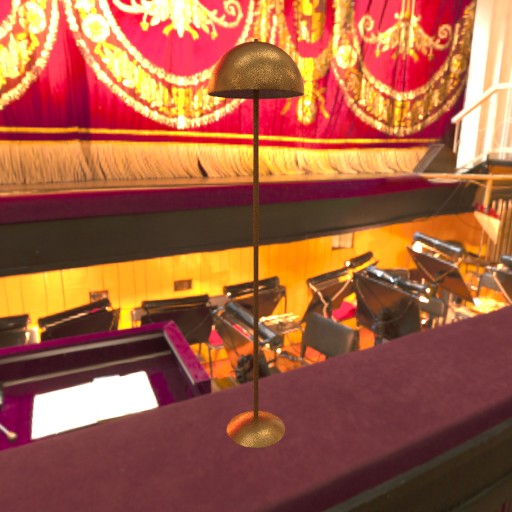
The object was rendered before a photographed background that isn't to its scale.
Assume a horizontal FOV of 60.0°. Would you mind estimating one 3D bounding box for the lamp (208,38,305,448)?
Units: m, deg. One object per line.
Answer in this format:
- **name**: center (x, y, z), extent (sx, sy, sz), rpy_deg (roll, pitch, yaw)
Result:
- **lamp**: center (0.000, 0.000, 1.651), extent (0.328, 1.480, 0.328), rpy_deg (-7, 16, -26)
